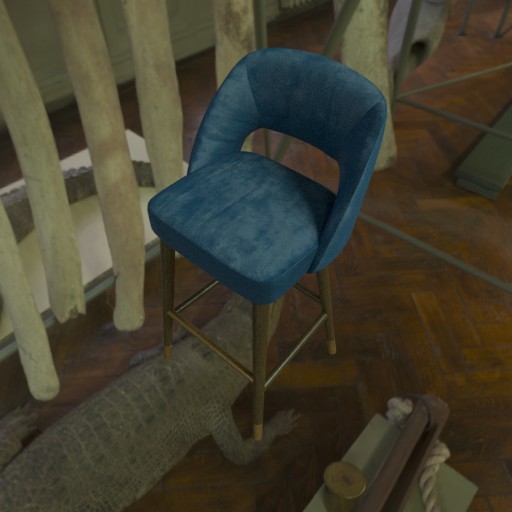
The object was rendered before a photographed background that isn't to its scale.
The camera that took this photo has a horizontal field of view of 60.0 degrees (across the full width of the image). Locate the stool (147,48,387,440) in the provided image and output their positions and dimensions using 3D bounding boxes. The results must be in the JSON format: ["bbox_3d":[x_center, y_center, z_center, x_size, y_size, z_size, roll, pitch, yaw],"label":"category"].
[{"bbox_3d":[0.000,0.000,1.307,0.514,1.016,0.515,33,54,27],"label":"stool"}]
